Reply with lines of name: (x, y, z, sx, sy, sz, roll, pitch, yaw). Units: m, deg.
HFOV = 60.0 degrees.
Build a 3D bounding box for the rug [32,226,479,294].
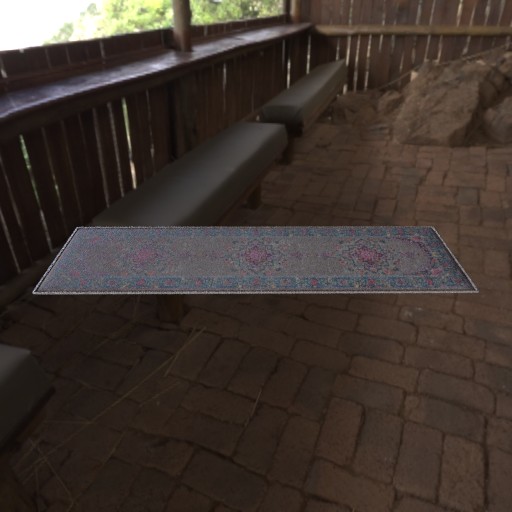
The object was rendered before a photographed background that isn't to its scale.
rug: (0.000, 0.000, 2.038, 1.827, 0.012, 0.553, 0, 33, 0)
